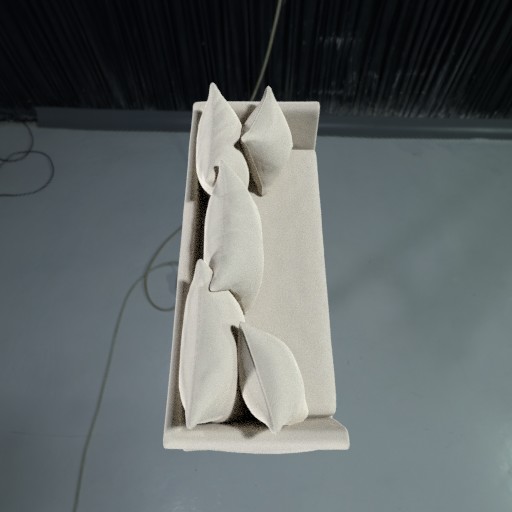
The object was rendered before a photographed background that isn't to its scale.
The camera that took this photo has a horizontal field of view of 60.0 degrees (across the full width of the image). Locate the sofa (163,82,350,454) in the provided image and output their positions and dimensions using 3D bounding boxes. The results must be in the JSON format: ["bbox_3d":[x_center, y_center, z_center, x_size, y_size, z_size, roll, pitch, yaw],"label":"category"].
[{"bbox_3d":[0.000,0.000,3.084,1.046,1.047,2.499,0,63,0],"label":"sofa"}]
